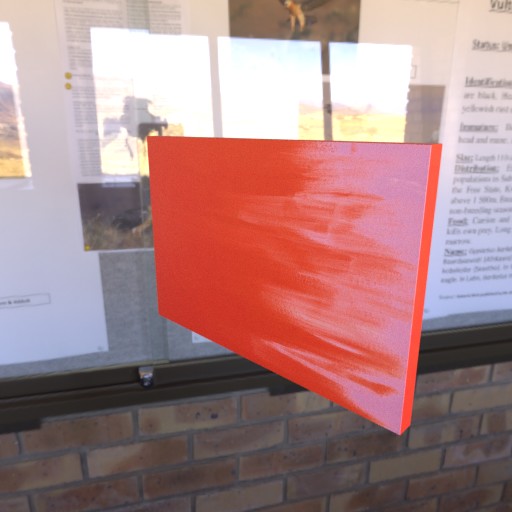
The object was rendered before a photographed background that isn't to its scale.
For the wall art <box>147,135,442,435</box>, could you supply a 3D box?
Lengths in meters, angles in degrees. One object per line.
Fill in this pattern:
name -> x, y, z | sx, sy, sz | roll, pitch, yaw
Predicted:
wall art -> 0.000, 0.000, 0.792 | 0.607, 0.405, 0.033 | 15, 22, 42
